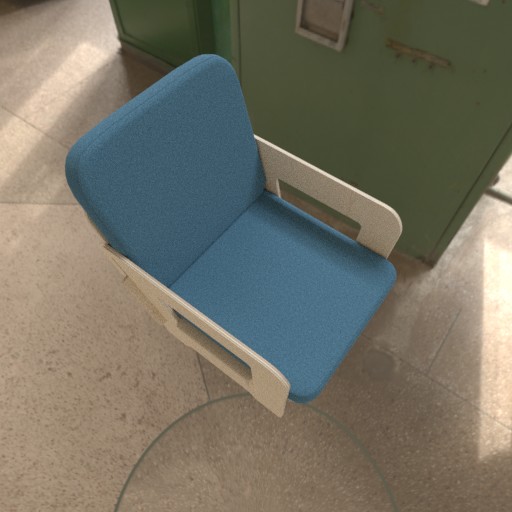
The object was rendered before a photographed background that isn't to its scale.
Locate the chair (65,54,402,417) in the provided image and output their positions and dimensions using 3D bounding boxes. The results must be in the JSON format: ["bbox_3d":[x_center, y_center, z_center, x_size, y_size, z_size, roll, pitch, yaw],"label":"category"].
[{"bbox_3d":[0.000,0.000,1.176,0.657,0.747,0.547,33,63,19],"label":"chair"}]
